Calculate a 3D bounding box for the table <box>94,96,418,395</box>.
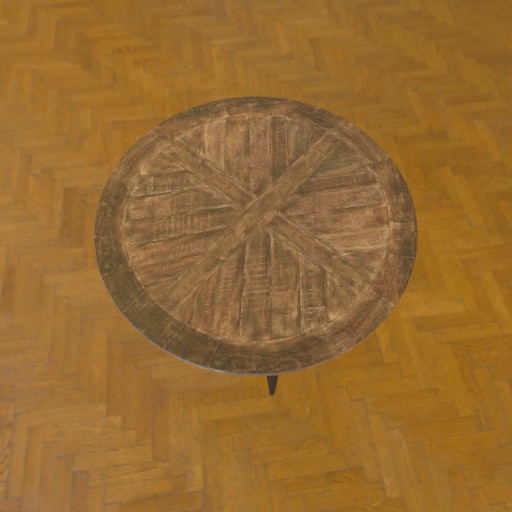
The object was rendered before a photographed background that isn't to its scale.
[{"bbox_3d":[0.000,0.000,2.092,1.264,0.762,1.264,0,63,0],"label":"table"}]
